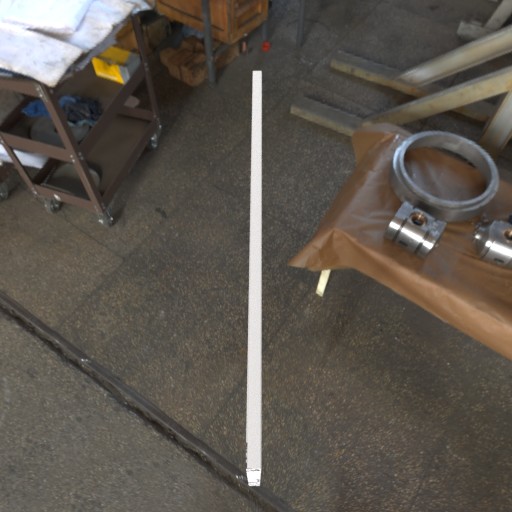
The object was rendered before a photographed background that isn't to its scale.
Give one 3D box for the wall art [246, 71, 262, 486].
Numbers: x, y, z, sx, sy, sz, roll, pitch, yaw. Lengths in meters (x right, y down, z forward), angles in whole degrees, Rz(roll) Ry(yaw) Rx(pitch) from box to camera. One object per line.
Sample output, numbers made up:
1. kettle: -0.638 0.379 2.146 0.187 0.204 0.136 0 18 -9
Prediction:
1. wall art: 0.000 0.000 1.687 0.039 0.507 1.520 0 58 0
